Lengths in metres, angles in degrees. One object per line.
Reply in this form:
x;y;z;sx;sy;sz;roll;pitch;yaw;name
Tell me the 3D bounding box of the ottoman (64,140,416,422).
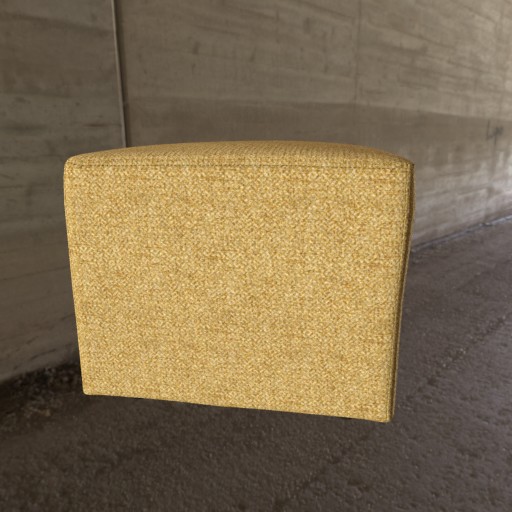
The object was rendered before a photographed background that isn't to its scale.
0.000;0.000;0.880;0.505;0.441;0.512;2;16;9;ottoman
